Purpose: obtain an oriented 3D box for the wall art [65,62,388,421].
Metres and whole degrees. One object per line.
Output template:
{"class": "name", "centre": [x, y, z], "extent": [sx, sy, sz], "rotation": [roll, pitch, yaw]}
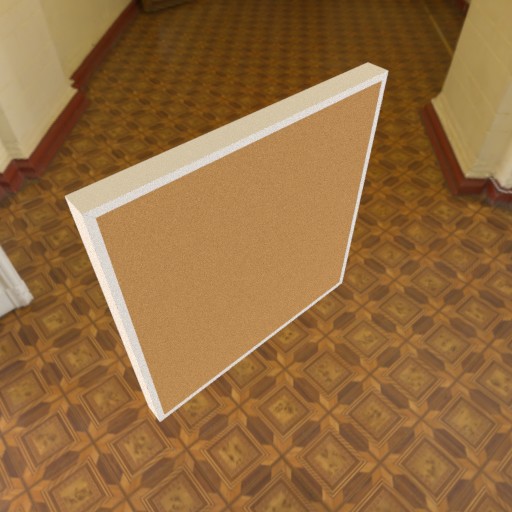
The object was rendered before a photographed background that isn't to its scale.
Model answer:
{"class": "wall art", "centre": [0.000, 0.000, 0.763], "extent": [0.509, 0.509, 0.040], "rotation": [-33, 55, -27]}
